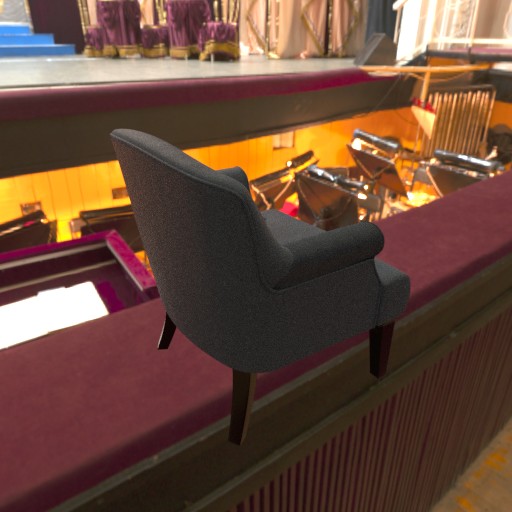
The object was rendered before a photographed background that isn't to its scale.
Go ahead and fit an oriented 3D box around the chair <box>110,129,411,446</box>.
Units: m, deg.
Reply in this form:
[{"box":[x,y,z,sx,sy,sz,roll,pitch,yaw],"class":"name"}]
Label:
[{"box":[0.000,0.000,1.480,0.754,0.878,0.770,-18,32,-31],"class":"chair"}]
